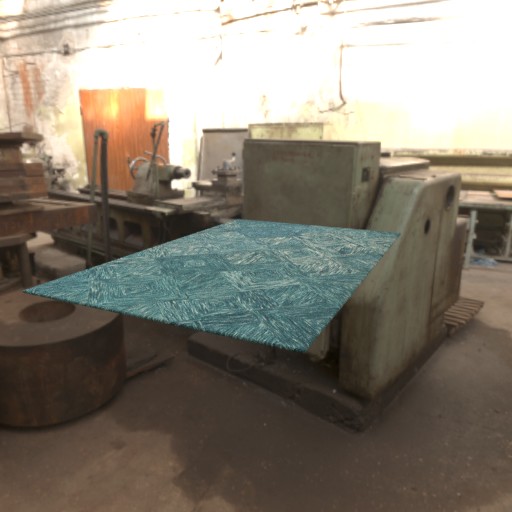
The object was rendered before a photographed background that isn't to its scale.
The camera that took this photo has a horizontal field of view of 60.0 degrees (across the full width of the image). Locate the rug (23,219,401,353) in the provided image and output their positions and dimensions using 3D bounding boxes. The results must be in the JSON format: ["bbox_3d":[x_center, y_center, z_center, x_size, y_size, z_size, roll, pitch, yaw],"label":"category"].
[{"bbox_3d":[0.000,0.000,2.889,1.490,0.015,2.277,7,16,25],"label":"rug"}]
